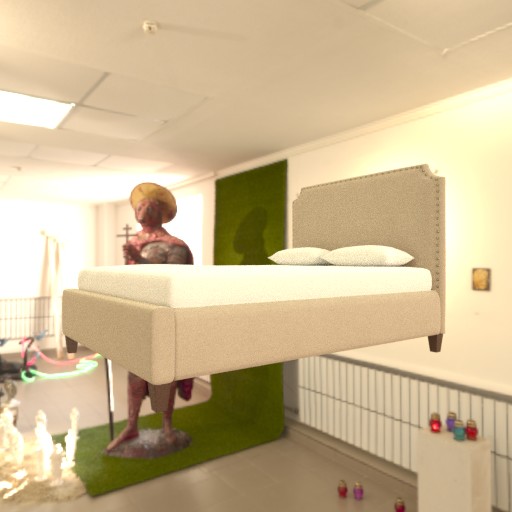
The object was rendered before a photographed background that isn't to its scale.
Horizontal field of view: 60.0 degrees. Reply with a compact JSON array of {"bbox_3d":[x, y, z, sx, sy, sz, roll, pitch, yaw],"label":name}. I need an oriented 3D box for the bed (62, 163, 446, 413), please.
[{"bbox_3d":[0.000,0.000,3.337,2.372,1.443,1.713,0,-1,-36],"label":"bed"}]
